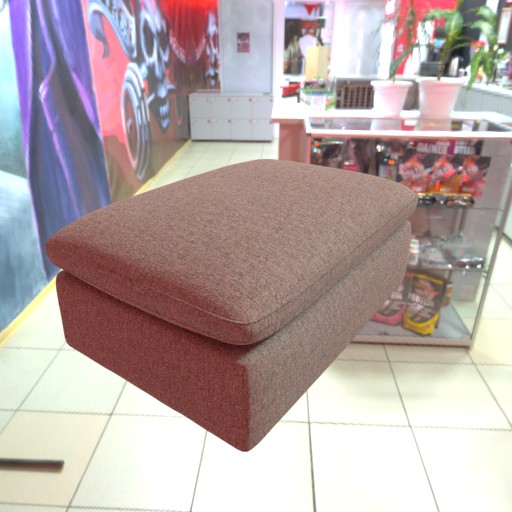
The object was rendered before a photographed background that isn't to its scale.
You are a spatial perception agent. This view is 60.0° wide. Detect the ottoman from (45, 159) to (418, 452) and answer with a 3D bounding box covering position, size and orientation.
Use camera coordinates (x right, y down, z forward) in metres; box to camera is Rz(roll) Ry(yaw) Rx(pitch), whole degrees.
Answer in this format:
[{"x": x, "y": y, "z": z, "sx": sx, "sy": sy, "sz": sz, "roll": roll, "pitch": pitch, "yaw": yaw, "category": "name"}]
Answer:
[{"x": 0.000, "y": 0.000, "z": 1.348, "sx": 0.694, "sy": 0.451, "sz": 0.977, "roll": 17, "pitch": 31, "yaw": 32, "category": "ottoman"}]
